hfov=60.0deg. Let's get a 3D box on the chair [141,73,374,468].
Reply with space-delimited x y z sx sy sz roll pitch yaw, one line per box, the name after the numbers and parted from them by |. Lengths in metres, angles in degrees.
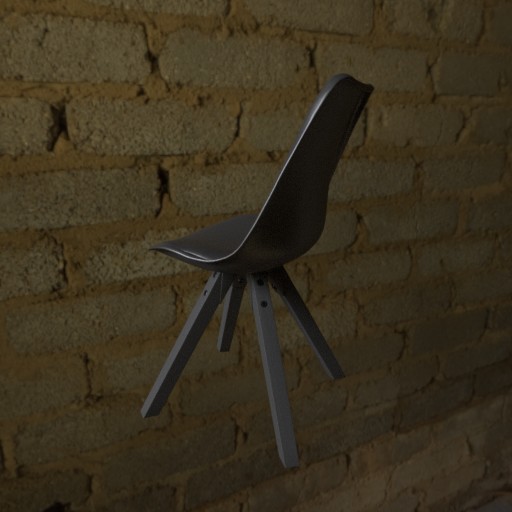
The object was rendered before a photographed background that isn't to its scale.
0.000 0.000 1.167 0.530 0.850 0.485 8 18 25 | chair
